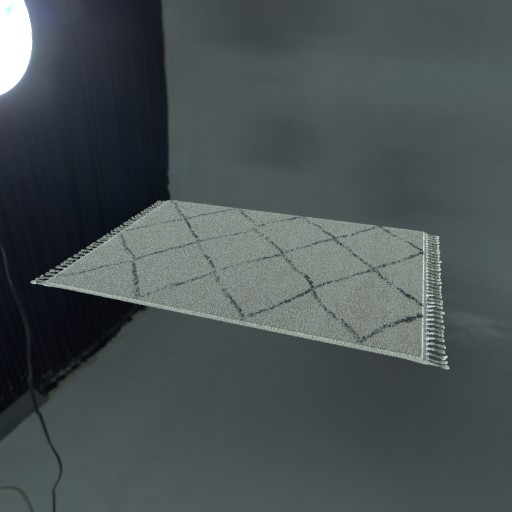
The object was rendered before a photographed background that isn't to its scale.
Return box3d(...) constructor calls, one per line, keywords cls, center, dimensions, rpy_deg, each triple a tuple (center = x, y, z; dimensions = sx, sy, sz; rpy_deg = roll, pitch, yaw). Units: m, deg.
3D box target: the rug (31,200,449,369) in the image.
box3d(cls="rug", center=(0.000, 0.000, 2.908), dimensions=(2.307, 0.031, 1.494), rpy_deg=(9, 28, 17))
